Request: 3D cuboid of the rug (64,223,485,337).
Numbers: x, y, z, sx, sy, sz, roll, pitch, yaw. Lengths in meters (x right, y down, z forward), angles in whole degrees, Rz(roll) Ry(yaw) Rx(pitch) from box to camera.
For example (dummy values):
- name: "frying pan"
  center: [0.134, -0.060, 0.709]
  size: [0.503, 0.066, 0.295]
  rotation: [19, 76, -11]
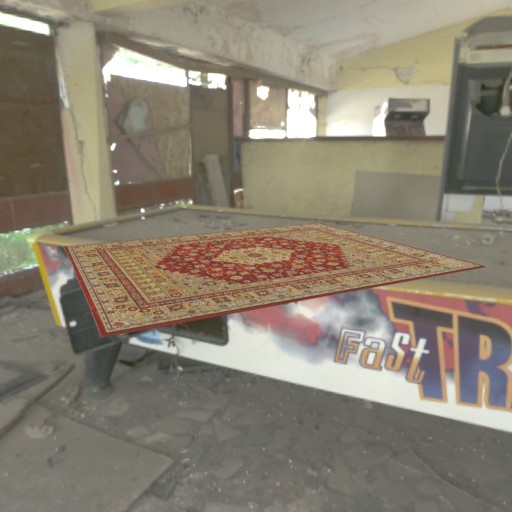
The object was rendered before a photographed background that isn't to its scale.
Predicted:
- name: "rug"
  center: [0.000, 0.000, 4.029]
  size: [3.053, 0.013, 2.387]
  rotation: [-7, 16, -26]
